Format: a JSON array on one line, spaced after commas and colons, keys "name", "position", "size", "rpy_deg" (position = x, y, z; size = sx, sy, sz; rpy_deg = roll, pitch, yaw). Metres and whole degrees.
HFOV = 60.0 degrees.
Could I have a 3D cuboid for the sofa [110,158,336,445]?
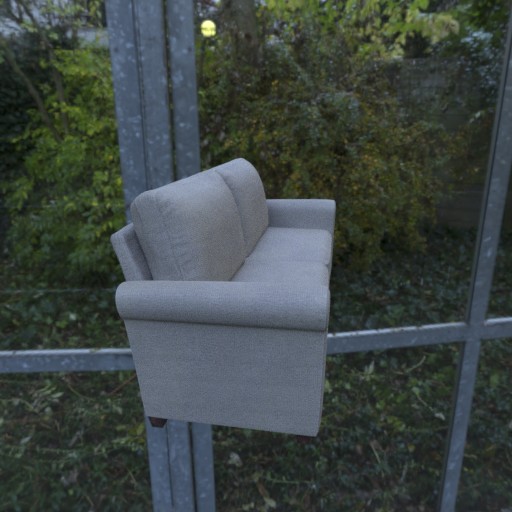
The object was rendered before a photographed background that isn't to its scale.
[{"name": "sofa", "position": [0.000, 0.000, 2.467], "size": [0.842, 0.942, 1.935], "rpy_deg": [3, 17, 10]}]
